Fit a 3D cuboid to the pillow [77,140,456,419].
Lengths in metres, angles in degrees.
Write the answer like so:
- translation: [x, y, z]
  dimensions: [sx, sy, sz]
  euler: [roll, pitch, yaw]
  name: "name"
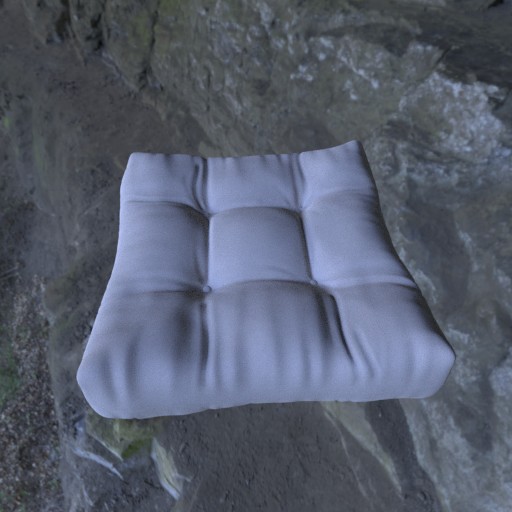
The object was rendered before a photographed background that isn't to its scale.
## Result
- translation: [0.000, 0.000, 0.708]
  dimensions: [0.468, 0.128, 0.490]
  euler: [-3, 46, -3]
  name: "pillow"
